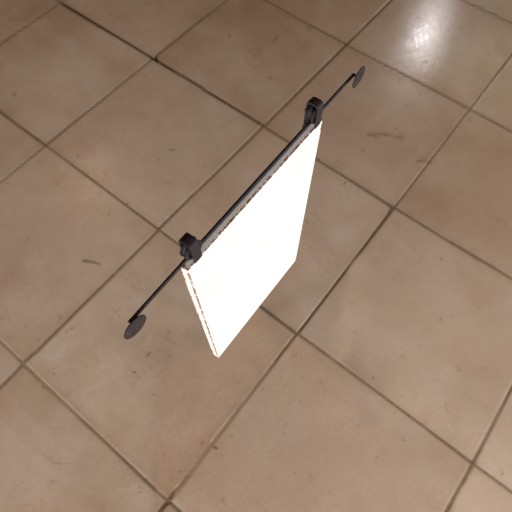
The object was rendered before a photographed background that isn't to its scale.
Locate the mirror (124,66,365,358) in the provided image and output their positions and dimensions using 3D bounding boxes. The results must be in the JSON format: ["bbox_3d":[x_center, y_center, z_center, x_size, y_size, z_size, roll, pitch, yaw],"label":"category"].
[{"bbox_3d":[0.000,0.000,1.250,0.037,0.844,0.808,34,69,15],"label":"mirror"}]
